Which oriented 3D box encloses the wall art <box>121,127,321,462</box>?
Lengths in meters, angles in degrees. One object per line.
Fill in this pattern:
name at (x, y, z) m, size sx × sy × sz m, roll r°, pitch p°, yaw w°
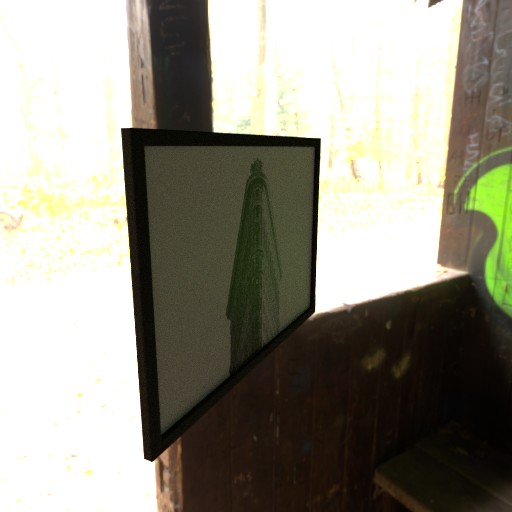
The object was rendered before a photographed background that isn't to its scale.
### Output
wall art at (0.000, 0.000, 1.243) m, size 0.026 × 0.656 × 0.958 m, roll 7°, pitch 15°, yaw 27°
